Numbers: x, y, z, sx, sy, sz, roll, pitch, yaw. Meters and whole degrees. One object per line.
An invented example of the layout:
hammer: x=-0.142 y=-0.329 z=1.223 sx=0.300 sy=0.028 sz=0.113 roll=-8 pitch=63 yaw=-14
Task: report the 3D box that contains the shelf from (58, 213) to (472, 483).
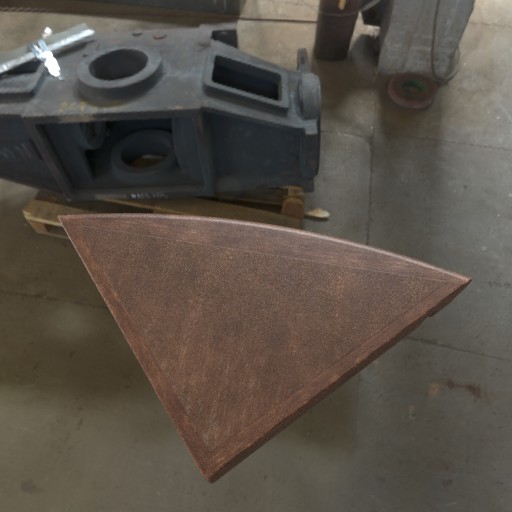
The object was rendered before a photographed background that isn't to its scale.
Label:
shelf: x=0.000 y=0.000 z=0.472 sx=0.310 sy=0.050 sz=0.310 roll=-31 pitch=63 yaw=-17
